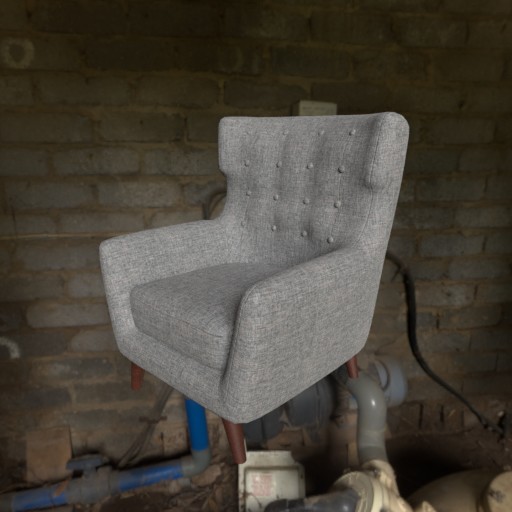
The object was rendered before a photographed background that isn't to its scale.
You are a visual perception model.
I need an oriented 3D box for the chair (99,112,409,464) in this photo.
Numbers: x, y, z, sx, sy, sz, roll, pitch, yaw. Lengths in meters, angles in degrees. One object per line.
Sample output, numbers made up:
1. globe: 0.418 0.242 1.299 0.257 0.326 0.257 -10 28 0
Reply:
1. chair: 0.000 0.000 1.729 0.878 1.063 0.904 14 21 41
